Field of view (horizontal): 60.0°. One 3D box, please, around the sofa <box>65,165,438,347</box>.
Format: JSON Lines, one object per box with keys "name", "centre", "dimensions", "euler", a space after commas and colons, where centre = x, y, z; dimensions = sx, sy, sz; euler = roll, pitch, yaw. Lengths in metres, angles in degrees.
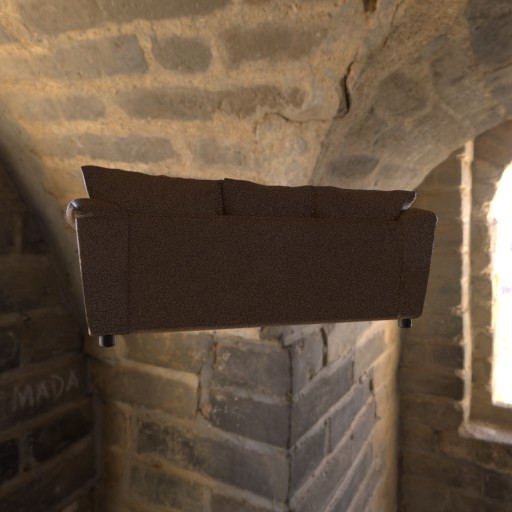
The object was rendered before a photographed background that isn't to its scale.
{"name": "sofa", "centre": [0.000, 0.000, 2.971], "dimensions": [2.377, 0.981, 0.893], "euler": [0, 0, -19]}
